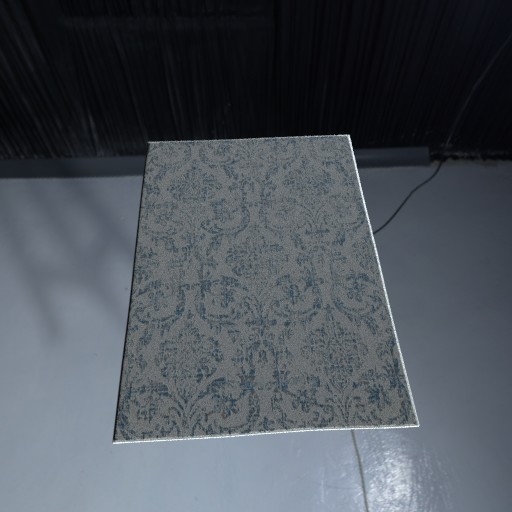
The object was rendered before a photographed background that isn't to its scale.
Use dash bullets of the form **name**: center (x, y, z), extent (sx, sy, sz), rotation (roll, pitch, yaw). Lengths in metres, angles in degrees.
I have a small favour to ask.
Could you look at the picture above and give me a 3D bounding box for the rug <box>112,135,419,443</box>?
- **rug**: center (0.000, 0.000, 2.878), extent (1.586, 0.014, 2.197), rotation (-3, 57, -2)
